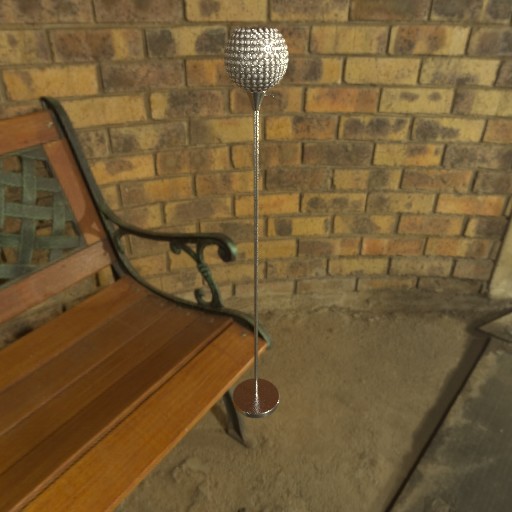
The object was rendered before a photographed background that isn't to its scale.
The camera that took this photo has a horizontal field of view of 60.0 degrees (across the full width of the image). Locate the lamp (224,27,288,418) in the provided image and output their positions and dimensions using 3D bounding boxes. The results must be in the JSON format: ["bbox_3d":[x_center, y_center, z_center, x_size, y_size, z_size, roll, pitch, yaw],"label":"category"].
[{"bbox_3d":[0.000,0.000,1.969,0.254,1.805,0.254,0,30,0],"label":"lamp"}]
